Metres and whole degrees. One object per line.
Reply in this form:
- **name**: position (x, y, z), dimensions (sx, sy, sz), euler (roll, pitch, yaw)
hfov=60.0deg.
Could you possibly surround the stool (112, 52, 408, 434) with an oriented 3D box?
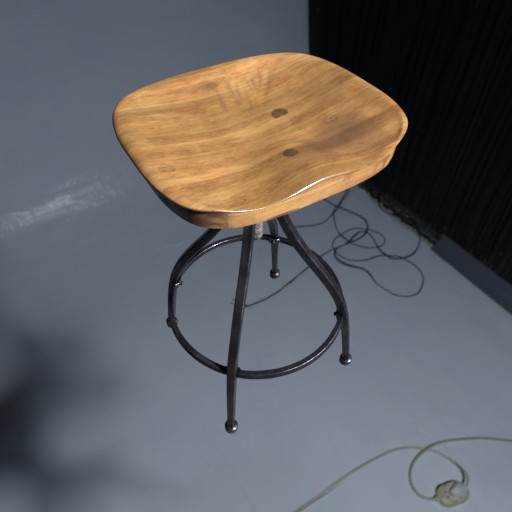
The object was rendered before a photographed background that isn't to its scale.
- **stool**: position (0.000, 0.000, 0.959), dimensions (0.432, 0.694, 0.424), euler (-24, 52, -20)
